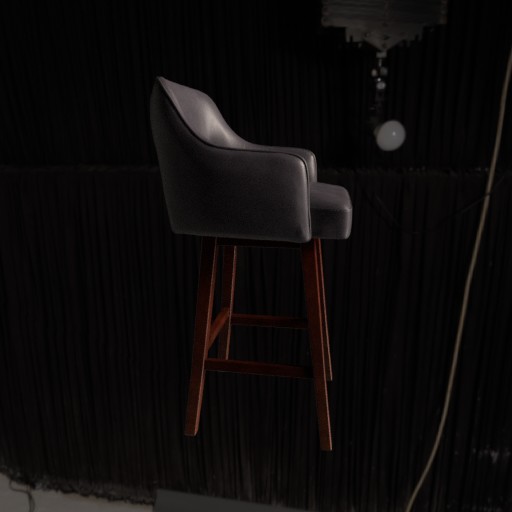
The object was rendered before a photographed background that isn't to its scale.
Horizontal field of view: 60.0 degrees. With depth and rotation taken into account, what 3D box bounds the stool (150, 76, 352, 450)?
[{"bbox_3d":[0.000,0.000,1.395,0.560,1.041,0.550,2,15,9],"label":"stool"}]
